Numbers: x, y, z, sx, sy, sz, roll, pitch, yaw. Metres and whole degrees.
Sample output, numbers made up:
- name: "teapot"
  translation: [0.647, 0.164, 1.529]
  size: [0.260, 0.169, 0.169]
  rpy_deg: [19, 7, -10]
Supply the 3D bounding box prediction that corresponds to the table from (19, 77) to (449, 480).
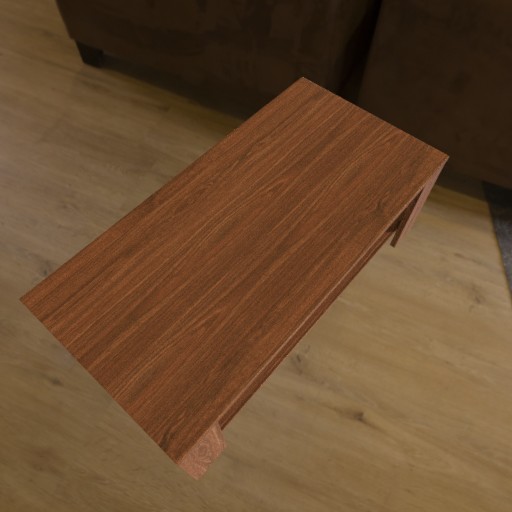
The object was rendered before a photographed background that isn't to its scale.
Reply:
- name: "table"
  translation: [0.000, 0.000, 1.463]
  size: [0.600, 0.400, 1.200]
  rpy_deg: [37, 65, 20]
